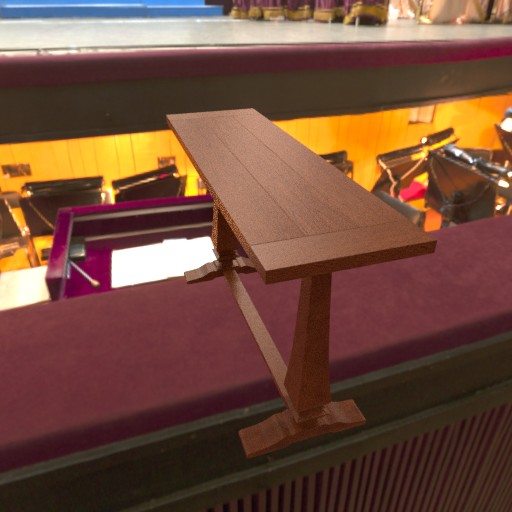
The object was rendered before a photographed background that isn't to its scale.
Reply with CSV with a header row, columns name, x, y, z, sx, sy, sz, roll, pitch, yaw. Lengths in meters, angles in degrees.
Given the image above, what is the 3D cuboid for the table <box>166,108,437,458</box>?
name,x,y,z,sx,sy,sz,roll,pitch,yaw
table,0.000,0.000,1.850,0.461,0.852,1.478,-10,32,-16
